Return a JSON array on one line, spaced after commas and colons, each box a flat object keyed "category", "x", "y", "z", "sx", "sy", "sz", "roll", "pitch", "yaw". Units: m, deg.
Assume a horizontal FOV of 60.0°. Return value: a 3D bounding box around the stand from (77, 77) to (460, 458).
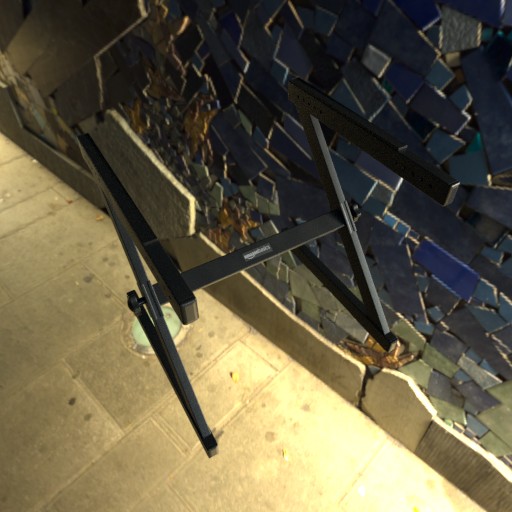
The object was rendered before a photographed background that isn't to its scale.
[{"category": "stand", "x": 0.000, "y": 0.000, "z": 1.179, "sx": 0.700, "sy": 0.617, "sz": 0.586, "roll": -23, "pitch": 49, "yaw": -21}]
